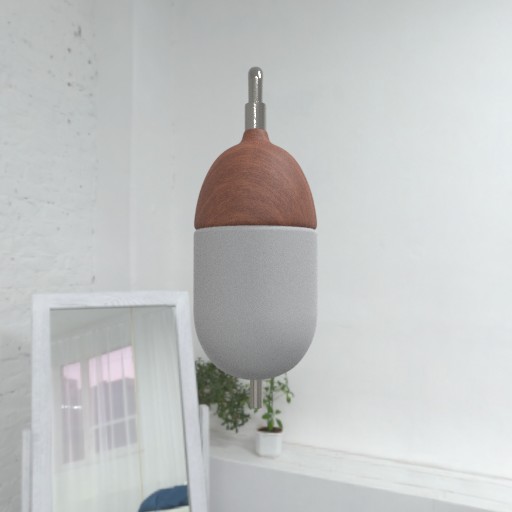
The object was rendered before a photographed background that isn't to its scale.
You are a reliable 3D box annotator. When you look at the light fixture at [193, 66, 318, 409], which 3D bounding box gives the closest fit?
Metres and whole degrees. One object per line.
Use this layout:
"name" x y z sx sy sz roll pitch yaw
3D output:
"light fixture" 0.000 0.000 0.439 0.108 0.343 0.216 0 -1 0
